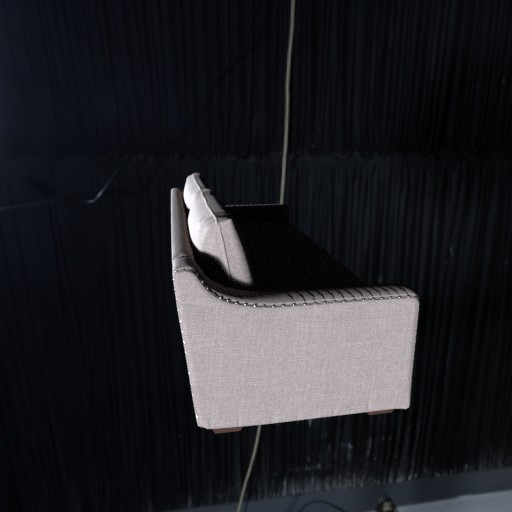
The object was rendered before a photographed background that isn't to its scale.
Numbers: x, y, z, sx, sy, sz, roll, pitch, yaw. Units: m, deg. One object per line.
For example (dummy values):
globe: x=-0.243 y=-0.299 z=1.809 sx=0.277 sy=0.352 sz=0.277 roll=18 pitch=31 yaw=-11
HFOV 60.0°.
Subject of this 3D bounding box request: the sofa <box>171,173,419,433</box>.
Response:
sofa: x=0.000 y=0.000 z=2.736 sx=1.000 sy=0.857 sz=2.208 roll=-3 pitch=16 yaw=-10
